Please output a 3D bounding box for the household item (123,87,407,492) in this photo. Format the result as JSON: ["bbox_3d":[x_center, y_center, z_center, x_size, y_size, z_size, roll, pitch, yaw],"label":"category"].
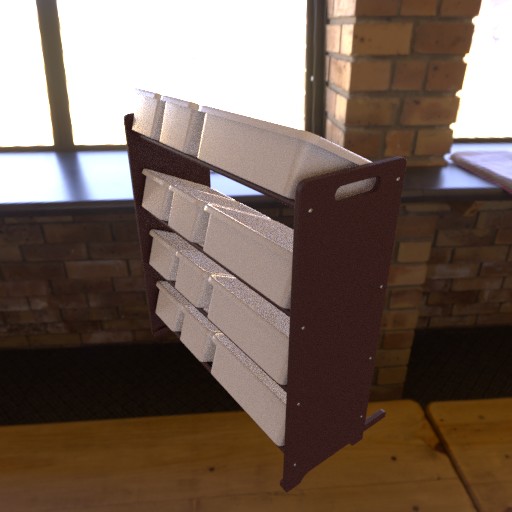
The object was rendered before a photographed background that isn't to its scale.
[{"bbox_3d":[0.000,0.000,1.268,0.389,0.864,0.787,-19,33,-31],"label":"household item"}]
